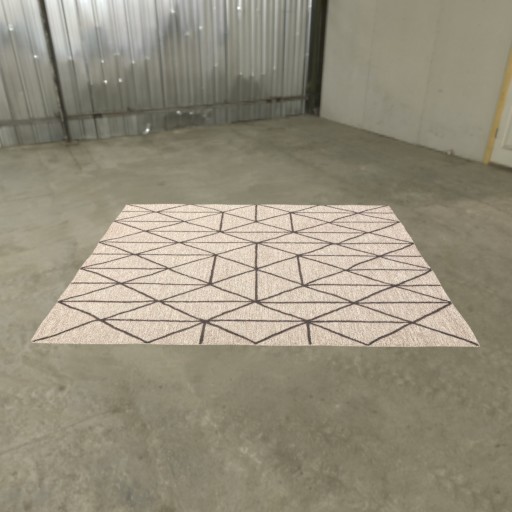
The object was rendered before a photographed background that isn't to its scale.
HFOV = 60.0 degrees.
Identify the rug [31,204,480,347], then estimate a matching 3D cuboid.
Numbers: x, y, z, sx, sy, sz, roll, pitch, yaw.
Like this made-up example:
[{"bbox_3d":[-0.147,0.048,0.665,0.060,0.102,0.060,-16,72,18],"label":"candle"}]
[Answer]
[{"bbox_3d":[0.000,0.000,4.056,3.061,0.022,2.468,0,29,1],"label":"rug"}]
